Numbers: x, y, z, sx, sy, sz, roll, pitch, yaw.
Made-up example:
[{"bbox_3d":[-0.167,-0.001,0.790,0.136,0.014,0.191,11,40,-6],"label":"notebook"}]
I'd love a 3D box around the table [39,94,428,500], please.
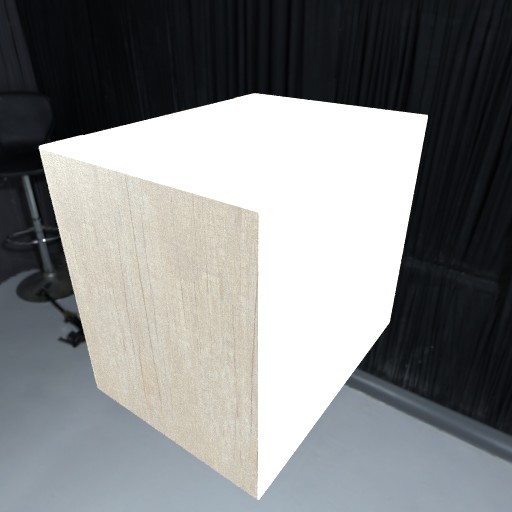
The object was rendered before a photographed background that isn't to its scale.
[{"bbox_3d":[0.000,0.000,0.899,0.420,0.510,0.570,20,35,31],"label":"table"}]
